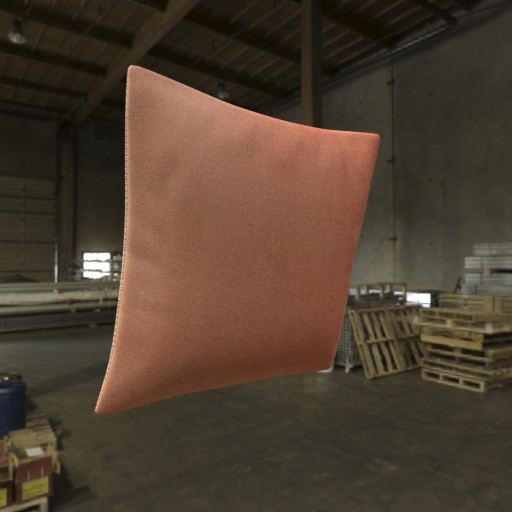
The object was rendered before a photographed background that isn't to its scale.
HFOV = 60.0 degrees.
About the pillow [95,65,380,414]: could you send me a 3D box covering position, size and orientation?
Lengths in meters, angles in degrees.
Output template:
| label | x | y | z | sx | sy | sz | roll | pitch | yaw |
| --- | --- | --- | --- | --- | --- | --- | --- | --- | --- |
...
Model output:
| label | x | y | z | sx | sy | sz | roll | pitch | yaw |
| --- | --- | --- | --- | --- | --- | --- | --- | --- | --- |
| pillow | 0.000 | 0.000 | 0.639 | 0.424 | 0.401 | 0.177 | 1 | -2 | -37 |
